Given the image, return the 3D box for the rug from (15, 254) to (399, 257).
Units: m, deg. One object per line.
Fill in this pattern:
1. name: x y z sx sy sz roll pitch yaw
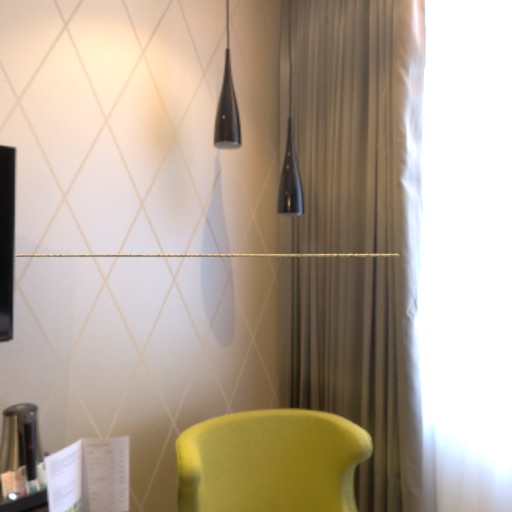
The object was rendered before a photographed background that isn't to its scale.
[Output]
1. rug: 0.000 0.000 4.068 2.457 0.015 3.049 0 0 17
